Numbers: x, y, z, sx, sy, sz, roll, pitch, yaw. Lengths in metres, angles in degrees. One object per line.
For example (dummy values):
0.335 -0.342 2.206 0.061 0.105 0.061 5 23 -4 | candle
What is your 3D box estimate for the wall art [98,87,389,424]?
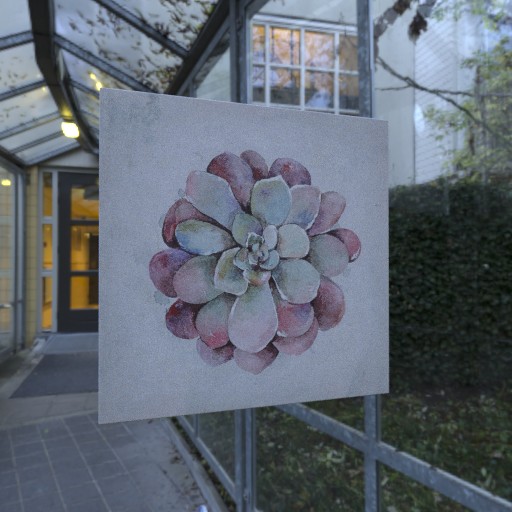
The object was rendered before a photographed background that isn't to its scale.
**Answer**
0.000 0.000 0.908 0.605 0.605 0.044 0 -1 -18 | wall art
